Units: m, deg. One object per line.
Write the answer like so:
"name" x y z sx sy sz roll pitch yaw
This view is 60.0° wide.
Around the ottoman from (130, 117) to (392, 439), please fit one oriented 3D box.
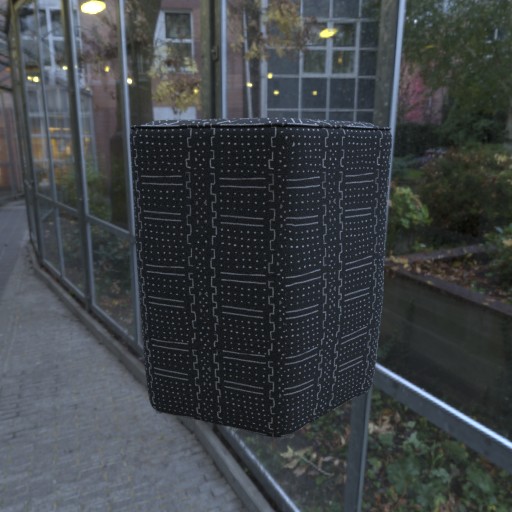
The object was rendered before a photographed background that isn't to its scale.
"ottoman" 0.000 0.000 0.878 0.443 0.502 0.494 -2 14 -10
